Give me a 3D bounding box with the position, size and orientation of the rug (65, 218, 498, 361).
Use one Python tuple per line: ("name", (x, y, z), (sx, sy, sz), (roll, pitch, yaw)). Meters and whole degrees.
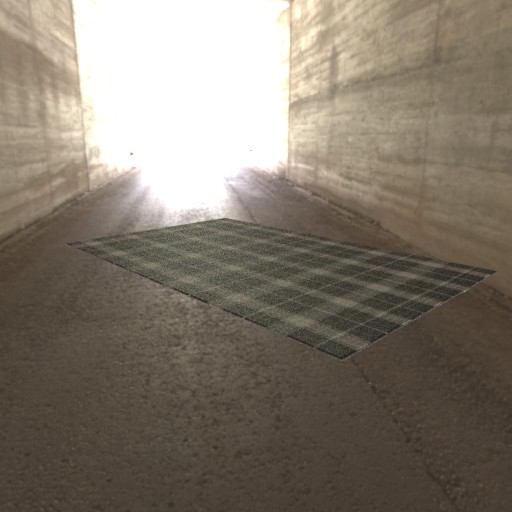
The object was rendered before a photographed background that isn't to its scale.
("rug", (0.000, 0.000, 2.880), (1.520, 0.015, 2.434), (-14, 20, -42))
